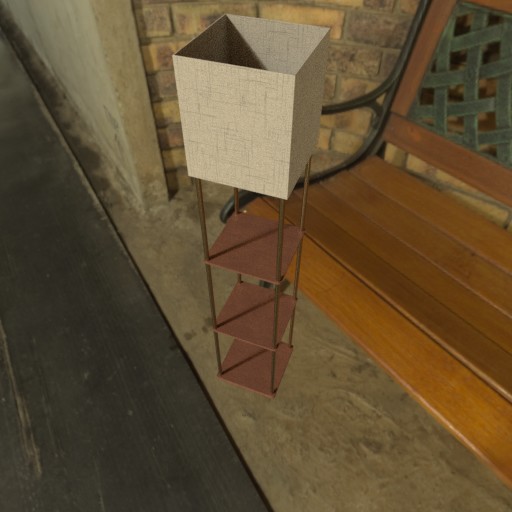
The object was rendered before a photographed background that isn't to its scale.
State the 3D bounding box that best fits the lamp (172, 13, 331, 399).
[{"bbox_3d":[0.000,0.000,1.684,0.308,1.569,0.310,16,48,15],"label":"lamp"}]
